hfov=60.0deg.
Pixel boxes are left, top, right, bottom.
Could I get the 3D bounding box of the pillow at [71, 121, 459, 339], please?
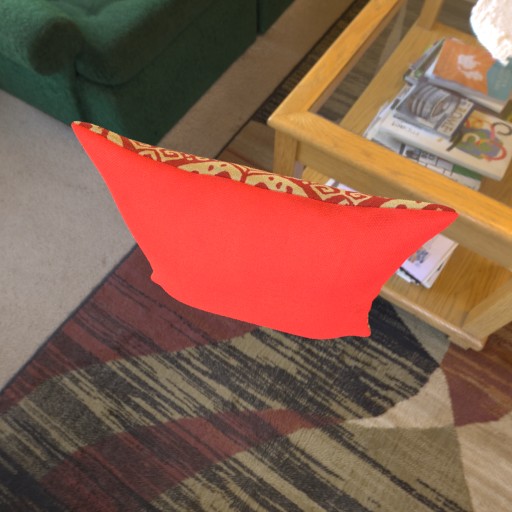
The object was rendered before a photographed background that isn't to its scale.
[{"bbox_3d":[0.000,0.000,0.792,0.522,0.507,0.192,14,64,7],"label":"pillow"}]
